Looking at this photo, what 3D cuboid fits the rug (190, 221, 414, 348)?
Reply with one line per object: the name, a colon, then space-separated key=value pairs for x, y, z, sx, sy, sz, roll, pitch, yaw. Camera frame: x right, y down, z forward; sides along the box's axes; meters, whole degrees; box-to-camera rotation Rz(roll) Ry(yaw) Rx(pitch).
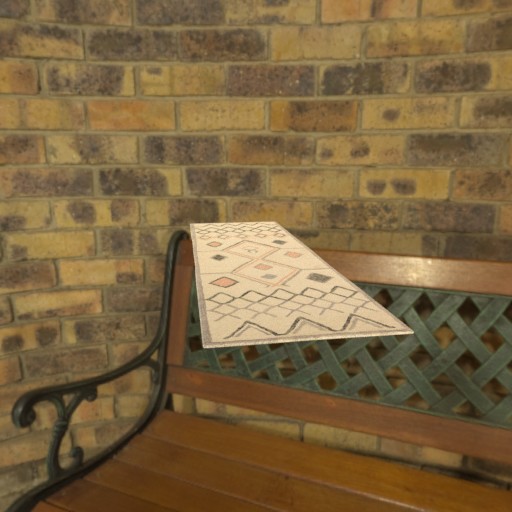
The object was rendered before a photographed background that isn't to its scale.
rug: x=0.000 y=0.000 z=2.687 sx=0.750 sy=0.011 sz=2.435 roll=-2 pitch=14 yaw=-9
